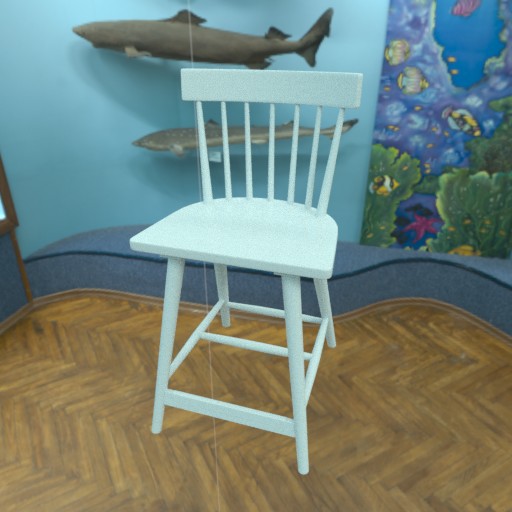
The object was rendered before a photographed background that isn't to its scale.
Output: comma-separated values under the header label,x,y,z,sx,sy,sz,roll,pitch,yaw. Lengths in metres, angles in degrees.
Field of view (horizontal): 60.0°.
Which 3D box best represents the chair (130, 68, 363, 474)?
label,x,y,z,sx,sy,sz,roll,pitch,yaw
chair,0.000,0.000,1.249,0.483,0.952,0.572,8,28,16
